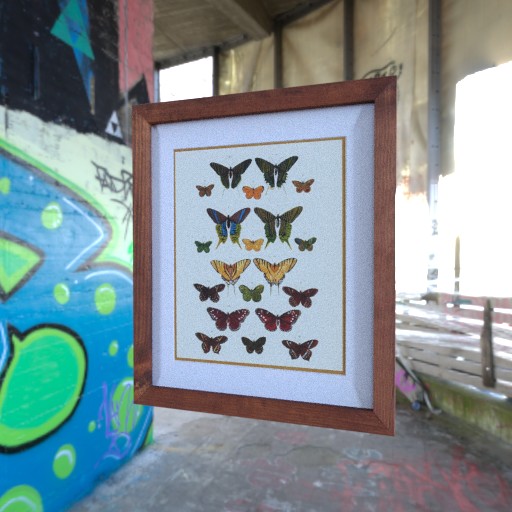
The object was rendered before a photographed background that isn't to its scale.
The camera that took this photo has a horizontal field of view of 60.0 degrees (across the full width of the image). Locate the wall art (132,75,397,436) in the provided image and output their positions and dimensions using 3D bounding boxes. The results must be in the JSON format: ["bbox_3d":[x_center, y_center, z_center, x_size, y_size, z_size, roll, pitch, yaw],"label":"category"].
[{"bbox_3d":[0.000,0.000,0.627,0.377,0.449,0.039,0,1,18],"label":"wall art"}]
